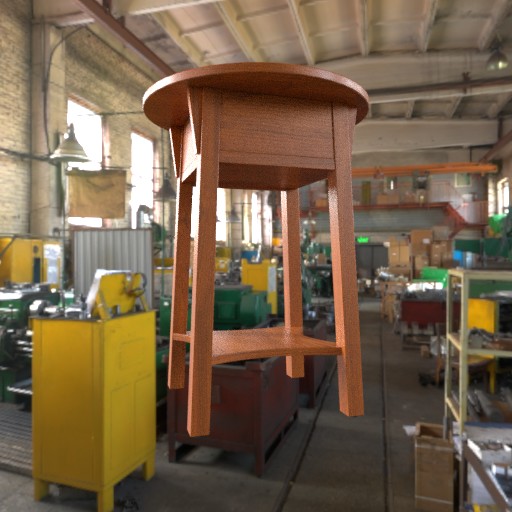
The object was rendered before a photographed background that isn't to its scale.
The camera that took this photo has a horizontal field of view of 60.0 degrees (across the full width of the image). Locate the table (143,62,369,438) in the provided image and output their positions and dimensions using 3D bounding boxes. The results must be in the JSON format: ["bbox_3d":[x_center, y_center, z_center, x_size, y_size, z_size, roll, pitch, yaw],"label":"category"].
[{"bbox_3d":[0.000,0.000,0.923,0.457,0.610,0.457,0,0,0],"label":"table"}]
